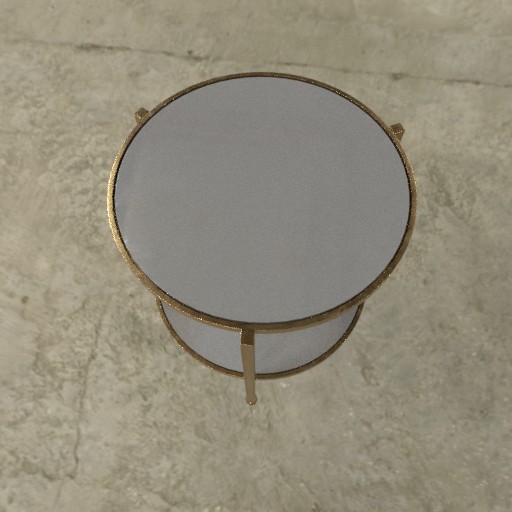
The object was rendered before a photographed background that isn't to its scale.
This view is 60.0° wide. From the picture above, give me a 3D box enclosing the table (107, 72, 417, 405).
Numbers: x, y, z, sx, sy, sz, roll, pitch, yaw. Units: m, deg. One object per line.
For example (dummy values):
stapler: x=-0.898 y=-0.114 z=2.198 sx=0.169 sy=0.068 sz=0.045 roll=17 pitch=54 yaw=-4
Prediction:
table: x=0.000 y=0.000 z=0.457 sx=0.243 sy=0.269 sz=0.231 roll=32 pitch=68 yaw=14
